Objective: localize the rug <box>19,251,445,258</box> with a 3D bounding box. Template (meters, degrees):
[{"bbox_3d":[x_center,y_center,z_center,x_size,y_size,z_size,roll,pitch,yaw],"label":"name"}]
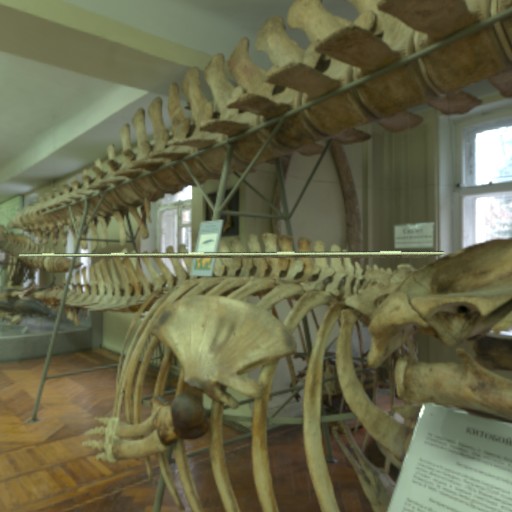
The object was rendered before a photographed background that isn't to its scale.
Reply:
[{"bbox_3d":[0.000,0.000,4.112,3.049,0.021,2.466,0,-1,19],"label":"rug"}]
